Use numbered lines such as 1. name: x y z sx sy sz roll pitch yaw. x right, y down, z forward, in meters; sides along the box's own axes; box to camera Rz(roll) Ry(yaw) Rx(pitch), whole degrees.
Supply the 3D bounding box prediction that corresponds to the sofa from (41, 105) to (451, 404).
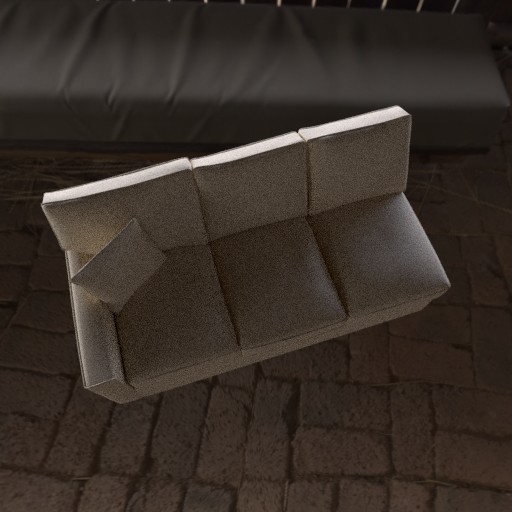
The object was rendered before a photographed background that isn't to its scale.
1. sofa: 0.000 0.000 2.502 1.962 0.946 1.034 -16 66 -7
